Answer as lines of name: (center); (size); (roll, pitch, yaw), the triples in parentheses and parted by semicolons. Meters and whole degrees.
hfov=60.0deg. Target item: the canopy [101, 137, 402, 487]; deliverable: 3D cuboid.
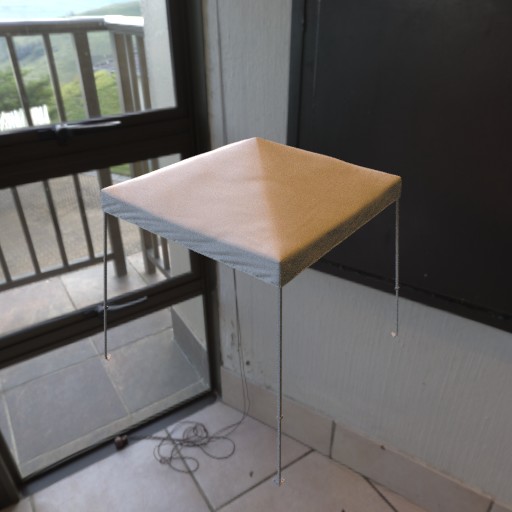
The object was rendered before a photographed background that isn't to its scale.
canopy: (0.000, 0.000, 5.305); (2.849, 2.849, 2.848); (22, 37, 32)
